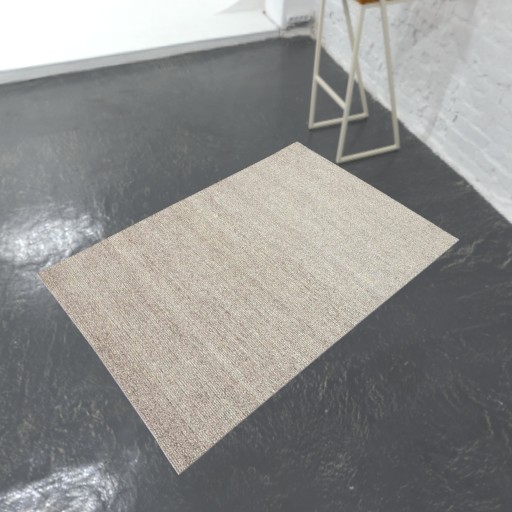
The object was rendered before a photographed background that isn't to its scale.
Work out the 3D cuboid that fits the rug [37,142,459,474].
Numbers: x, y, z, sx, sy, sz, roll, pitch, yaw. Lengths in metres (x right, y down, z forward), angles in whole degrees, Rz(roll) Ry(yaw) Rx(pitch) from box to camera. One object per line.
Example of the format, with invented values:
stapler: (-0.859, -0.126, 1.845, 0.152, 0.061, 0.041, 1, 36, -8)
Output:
rug: (0.000, 0.000, 2.955, 2.342, 0.030, 1.609, -32, 55, -26)
